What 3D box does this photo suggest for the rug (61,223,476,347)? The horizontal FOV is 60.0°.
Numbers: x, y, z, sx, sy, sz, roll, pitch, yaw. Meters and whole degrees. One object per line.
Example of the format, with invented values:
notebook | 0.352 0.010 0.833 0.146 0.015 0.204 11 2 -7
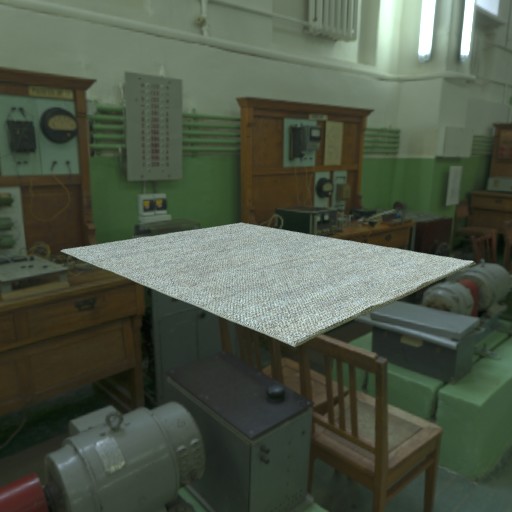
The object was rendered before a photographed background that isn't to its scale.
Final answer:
rug | 0.000 0.000 4.123 2.429 0.030 3.052 -13 18 -43
